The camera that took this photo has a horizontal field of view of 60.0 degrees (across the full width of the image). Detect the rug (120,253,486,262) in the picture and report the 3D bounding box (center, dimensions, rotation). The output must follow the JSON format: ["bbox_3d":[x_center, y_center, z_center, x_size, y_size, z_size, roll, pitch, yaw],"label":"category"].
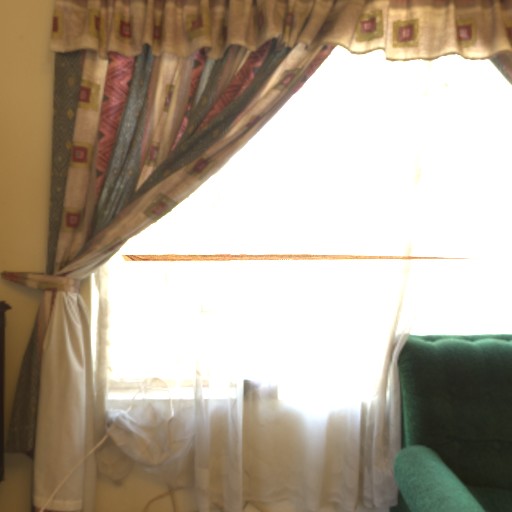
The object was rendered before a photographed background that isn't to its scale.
[{"bbox_3d":[0.000,0.000,4.227,2.454,0.005,3.067,0,1,-17],"label":"rug"}]
